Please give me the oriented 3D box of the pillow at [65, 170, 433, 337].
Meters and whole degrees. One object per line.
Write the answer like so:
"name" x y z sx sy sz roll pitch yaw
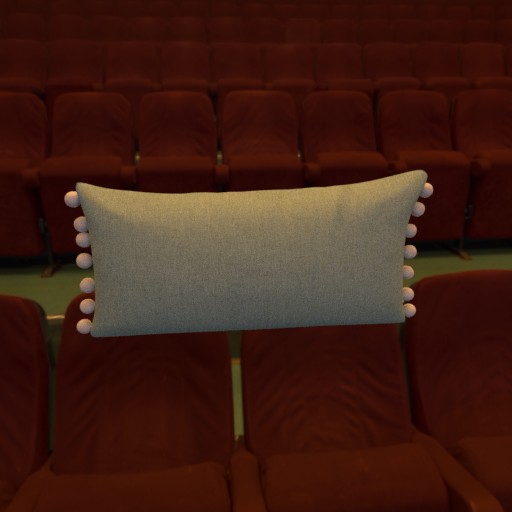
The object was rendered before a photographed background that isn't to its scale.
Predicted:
"pillow" 0.000 0.000 0.864 0.709 0.322 0.201 -2 17 -6
